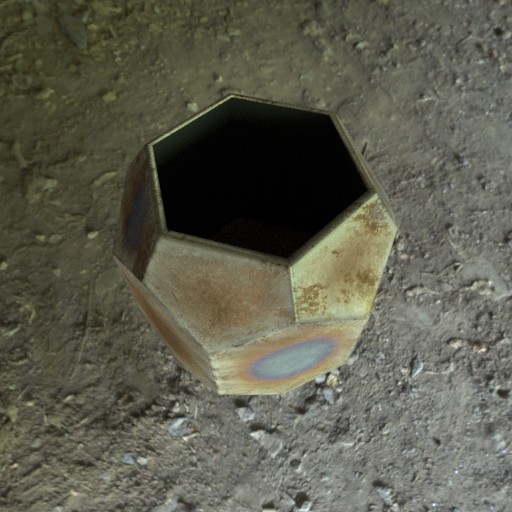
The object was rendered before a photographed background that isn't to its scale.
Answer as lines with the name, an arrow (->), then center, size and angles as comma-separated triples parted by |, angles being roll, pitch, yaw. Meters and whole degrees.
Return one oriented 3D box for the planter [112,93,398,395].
planter -> 0.000, 0.000, 0.421 | 0.221, 0.238, 0.243 | 13, 58, 9
